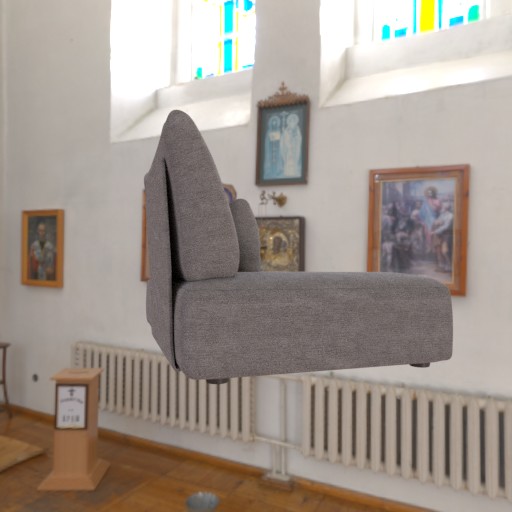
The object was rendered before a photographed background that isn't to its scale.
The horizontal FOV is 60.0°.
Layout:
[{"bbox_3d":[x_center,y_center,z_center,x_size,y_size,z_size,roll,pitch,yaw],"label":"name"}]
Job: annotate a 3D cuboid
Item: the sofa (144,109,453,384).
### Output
[{"bbox_3d":[0.000,0.000,2.078,1.002,0.820,1.450,1,-2,-18],"label":"sofa"}]
